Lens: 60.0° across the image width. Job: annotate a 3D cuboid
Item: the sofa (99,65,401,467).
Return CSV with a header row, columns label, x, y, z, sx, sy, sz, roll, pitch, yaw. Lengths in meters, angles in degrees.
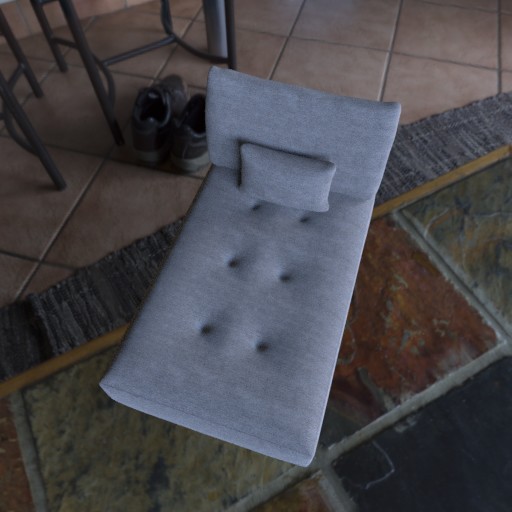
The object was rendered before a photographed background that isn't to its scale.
label,x,y,z,sx,sy,sz,roll,pitch,yaw
sofa,0.000,0.000,1.978,0.930,0.820,1.450,15,59,10
